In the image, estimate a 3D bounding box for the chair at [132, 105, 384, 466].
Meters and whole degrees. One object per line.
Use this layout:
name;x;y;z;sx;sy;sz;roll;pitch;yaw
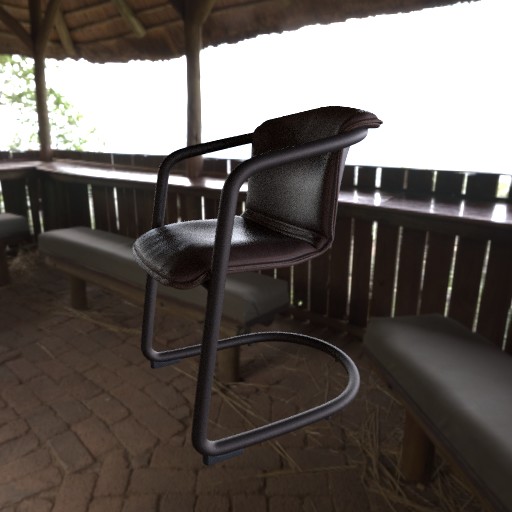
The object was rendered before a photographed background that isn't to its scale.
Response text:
chair;0.000;0.000;1.279;0.664;0.836;0.536;-8;18;-26
